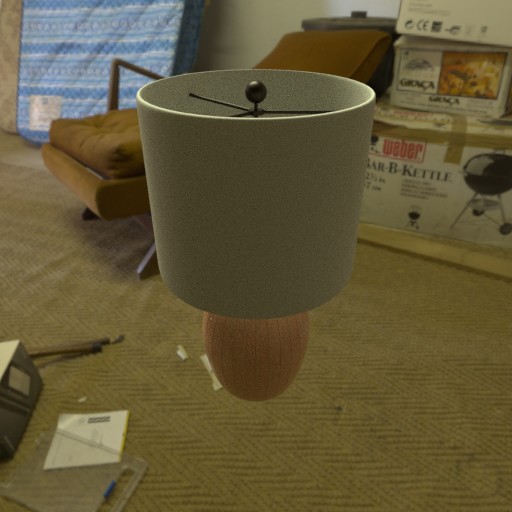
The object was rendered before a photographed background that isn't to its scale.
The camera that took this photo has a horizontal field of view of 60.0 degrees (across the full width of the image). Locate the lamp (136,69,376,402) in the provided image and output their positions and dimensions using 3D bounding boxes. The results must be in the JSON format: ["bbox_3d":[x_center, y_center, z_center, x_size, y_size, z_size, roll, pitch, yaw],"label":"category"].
[{"bbox_3d":[0.000,0.000,0.763,0.329,0.570,0.329,0,32,0],"label":"lamp"}]
